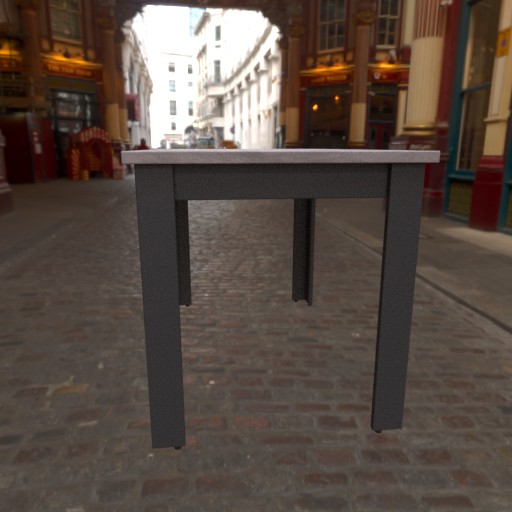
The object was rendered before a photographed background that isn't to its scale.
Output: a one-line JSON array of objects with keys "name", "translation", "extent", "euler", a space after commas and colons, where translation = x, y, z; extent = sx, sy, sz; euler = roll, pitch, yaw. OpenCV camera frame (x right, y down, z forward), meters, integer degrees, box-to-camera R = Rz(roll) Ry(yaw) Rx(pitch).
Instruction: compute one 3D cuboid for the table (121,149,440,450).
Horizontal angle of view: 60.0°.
[{"name": "table", "translation": [0.000, 0.000, 1.573], "extent": [0.700, 0.734, 1.100], "euler": [-2, 14, -7]}]
